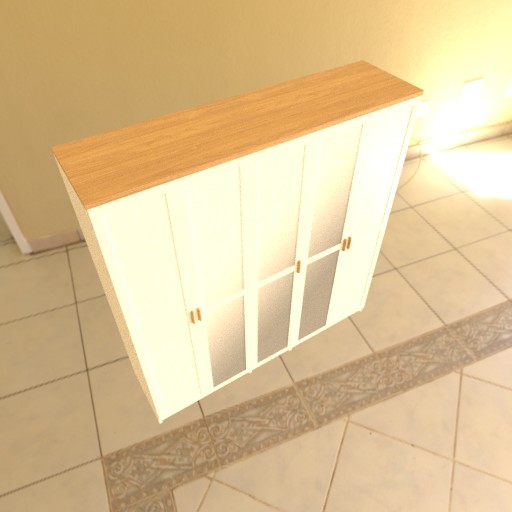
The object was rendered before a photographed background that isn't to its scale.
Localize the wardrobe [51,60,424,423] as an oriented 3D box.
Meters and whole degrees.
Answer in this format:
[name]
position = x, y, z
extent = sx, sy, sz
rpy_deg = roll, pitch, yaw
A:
[wardrobe]
position = 0.000, 0.000, 3.346
extent = 2.160, 2.260, 0.590
rpy_deg = -24, 50, -22
